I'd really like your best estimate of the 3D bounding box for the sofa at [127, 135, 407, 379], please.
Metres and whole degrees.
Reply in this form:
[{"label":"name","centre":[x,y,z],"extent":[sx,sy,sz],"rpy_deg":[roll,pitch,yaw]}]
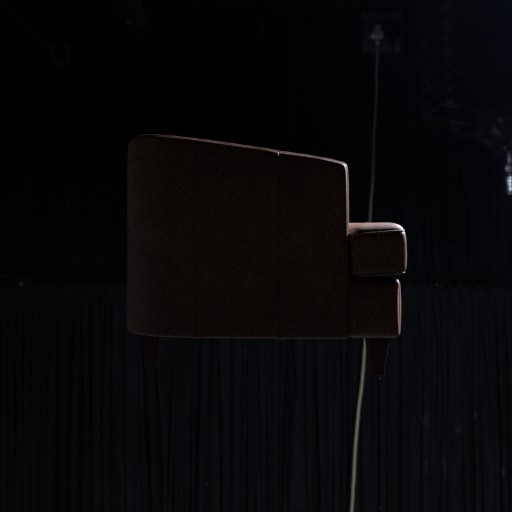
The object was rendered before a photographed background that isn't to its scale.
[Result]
[{"label":"sofa","centre":[0.000,0.000,2.189],"extent":[0.914,0.786,1.755],"rpy_deg":[0,-1,0]}]
